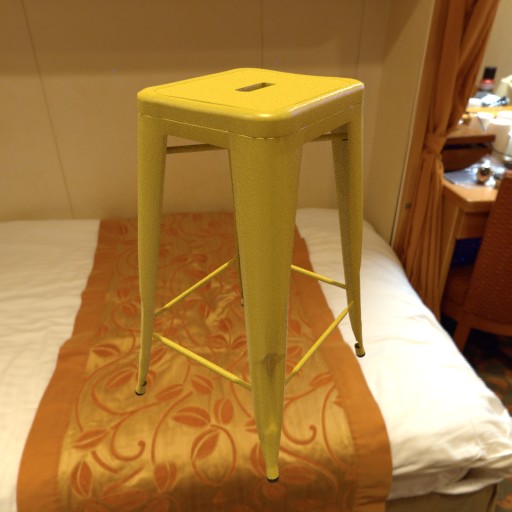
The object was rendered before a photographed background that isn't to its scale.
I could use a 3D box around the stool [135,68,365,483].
[{"bbox_3d":[0.000,0.000,0.833,0.359,0.609,0.399,20,36,29],"label":"stool"}]
